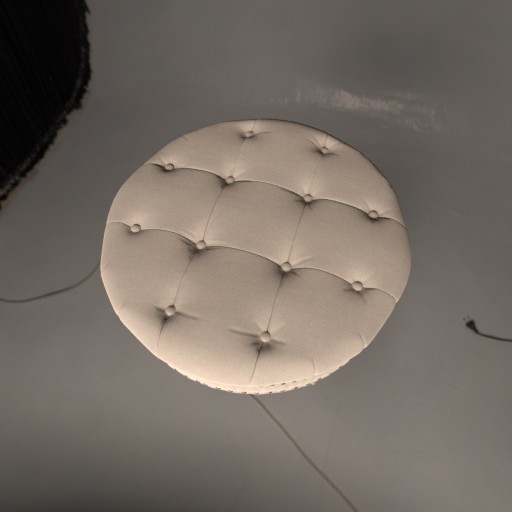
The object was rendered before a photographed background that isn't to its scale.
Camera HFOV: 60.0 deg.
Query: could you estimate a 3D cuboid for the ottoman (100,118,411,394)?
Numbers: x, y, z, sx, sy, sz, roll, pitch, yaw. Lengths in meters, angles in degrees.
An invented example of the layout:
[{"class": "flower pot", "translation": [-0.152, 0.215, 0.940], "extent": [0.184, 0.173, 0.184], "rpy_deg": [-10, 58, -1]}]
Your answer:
[{"class": "ottoman", "translation": [0.000, 0.000, 1.407], "extent": [0.901, 0.439, 0.901], "rpy_deg": [0, 58, 0]}]
